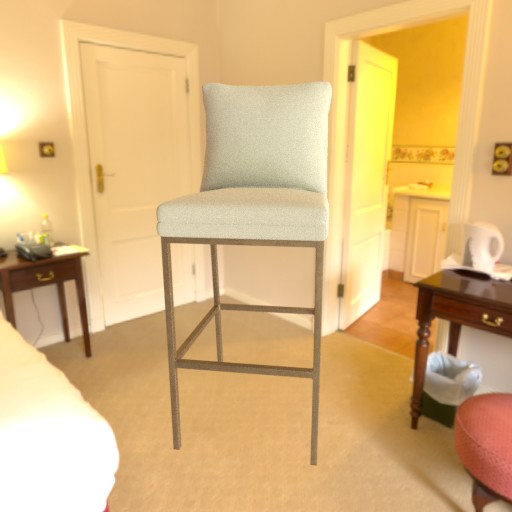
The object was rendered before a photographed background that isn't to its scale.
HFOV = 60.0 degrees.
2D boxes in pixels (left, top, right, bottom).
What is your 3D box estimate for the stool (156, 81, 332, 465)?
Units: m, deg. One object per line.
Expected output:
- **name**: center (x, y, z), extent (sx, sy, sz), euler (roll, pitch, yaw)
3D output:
- **stool**: center (0.000, 0.000, 1.466), extent (0.463, 1.125, 0.572), euler (2, 15, 9)
